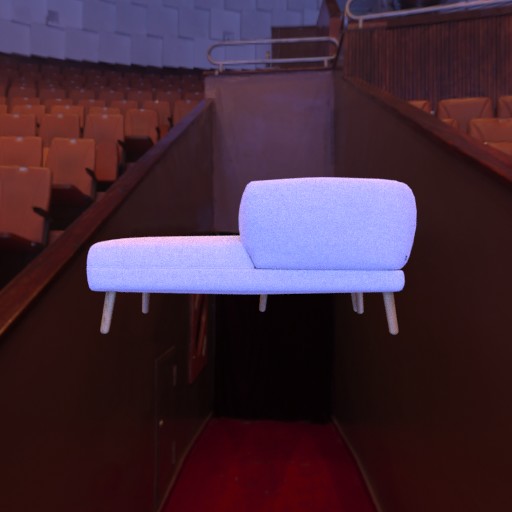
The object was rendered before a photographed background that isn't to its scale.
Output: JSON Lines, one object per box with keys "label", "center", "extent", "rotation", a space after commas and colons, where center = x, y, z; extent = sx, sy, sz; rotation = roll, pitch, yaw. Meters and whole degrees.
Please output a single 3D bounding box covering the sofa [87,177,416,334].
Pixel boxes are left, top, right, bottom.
{"label": "sofa", "center": [0.000, 0.000, 3.313], "extent": [1.610, 0.730, 2.660], "rotation": [0, 0, 1]}
